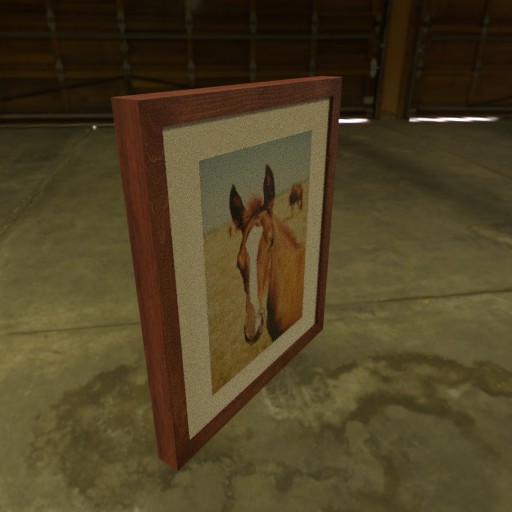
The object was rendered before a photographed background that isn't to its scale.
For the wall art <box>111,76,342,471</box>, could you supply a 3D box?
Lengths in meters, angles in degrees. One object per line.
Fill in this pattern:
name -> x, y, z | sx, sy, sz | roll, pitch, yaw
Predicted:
wall art -> 0.000, 0.000, 0.527 | 0.030, 0.381, 0.330 | 17, 30, 32
